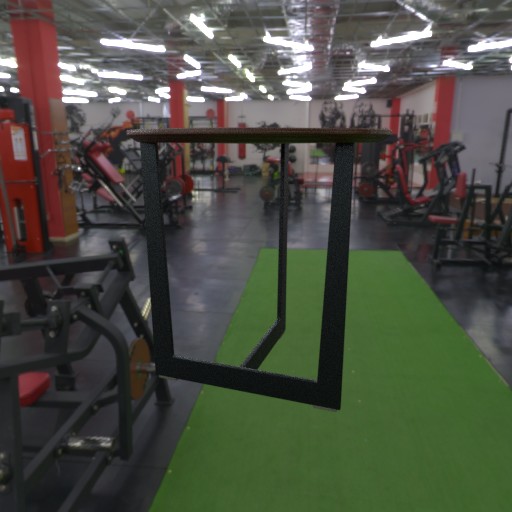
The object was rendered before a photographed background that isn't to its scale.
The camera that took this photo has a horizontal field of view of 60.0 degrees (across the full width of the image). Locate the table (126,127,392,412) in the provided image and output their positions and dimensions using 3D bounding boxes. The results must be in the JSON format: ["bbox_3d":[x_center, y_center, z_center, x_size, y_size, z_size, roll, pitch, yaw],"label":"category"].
[{"bbox_3d":[0.000,0.000,0.878,0.477,0.476,0.494,2,15,9],"label":"table"}]
